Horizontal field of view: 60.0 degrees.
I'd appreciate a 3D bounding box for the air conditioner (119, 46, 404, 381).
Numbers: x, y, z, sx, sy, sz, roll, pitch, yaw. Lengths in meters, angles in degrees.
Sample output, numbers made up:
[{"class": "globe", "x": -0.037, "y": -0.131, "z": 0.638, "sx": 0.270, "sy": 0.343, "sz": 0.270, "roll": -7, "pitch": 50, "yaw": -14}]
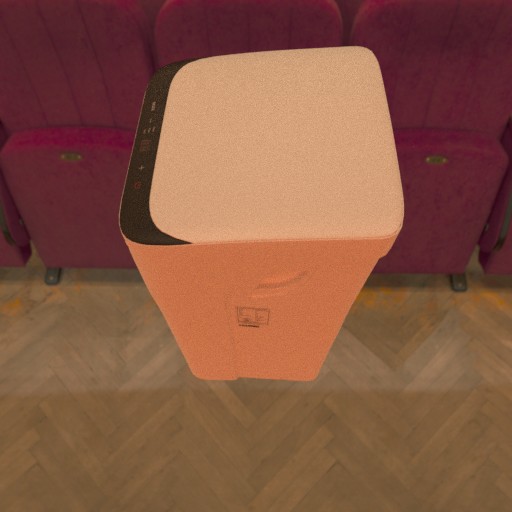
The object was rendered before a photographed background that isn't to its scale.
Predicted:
[{"class": "air conditioner", "x": 0.000, "y": 0.000, "z": 0.890, "sx": 0.369, "sy": 0.716, "sz": 0.352, "roll": 1, "pitch": 60, "yaw": 1}]
